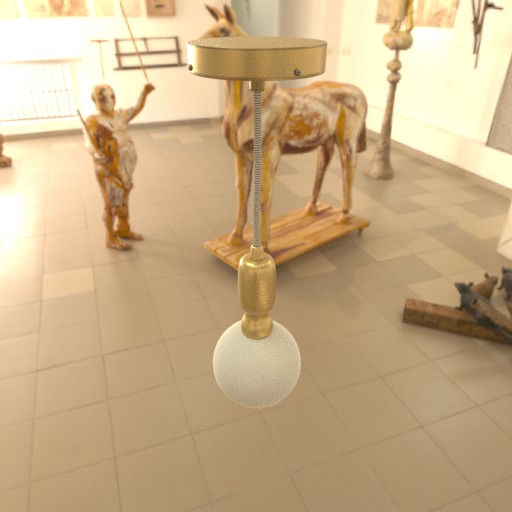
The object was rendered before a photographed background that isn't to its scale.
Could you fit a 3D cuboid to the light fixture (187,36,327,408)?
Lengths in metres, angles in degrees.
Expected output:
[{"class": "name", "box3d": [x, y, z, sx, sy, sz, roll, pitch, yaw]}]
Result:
[{"class": "light fixture", "box3d": [0.000, 0.000, 0.584, 0.146, 0.510, 0.147, -11, 32, -18]}]
